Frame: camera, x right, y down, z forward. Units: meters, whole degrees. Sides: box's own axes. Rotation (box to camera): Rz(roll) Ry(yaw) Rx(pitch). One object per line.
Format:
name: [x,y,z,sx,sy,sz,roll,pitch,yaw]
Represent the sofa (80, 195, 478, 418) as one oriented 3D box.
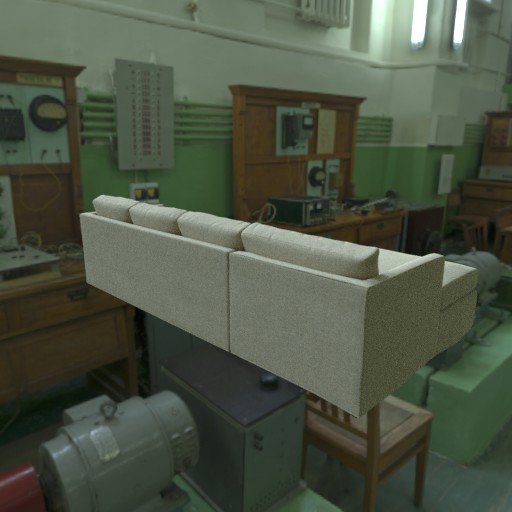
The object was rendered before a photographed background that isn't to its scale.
sofa: [0.000,0.000,3.831,3.205,0.922,1.650,14,20,43]
